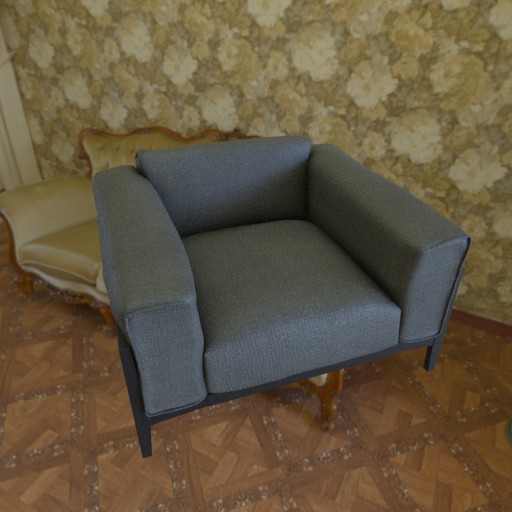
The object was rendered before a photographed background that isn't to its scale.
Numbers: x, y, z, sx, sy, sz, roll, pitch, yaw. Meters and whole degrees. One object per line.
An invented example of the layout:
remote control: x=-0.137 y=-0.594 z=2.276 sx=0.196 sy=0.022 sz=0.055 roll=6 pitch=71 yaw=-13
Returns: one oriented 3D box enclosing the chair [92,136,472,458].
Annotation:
chair: x=0.000 y=0.000 z=1.641 sx=1.056 sy=0.646 sz=0.969 roll=-11 pitch=34 yaw=-17
